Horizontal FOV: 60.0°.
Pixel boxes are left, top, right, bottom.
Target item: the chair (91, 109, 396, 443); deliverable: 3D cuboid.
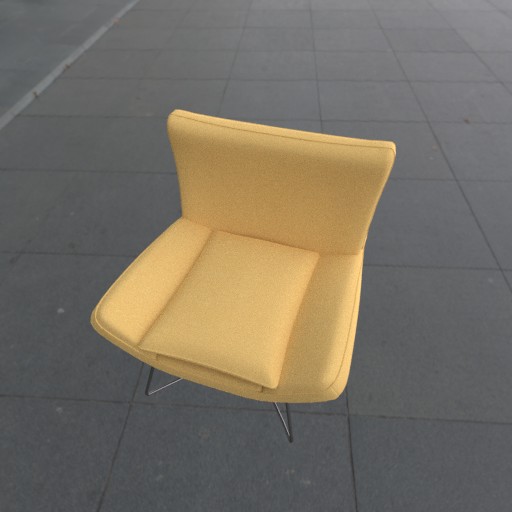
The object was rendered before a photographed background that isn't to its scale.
[{"bbox_3d":[0.000,0.000,1.703,0.859,0.855,1.008,13,44,14],"label":"chair"}]
